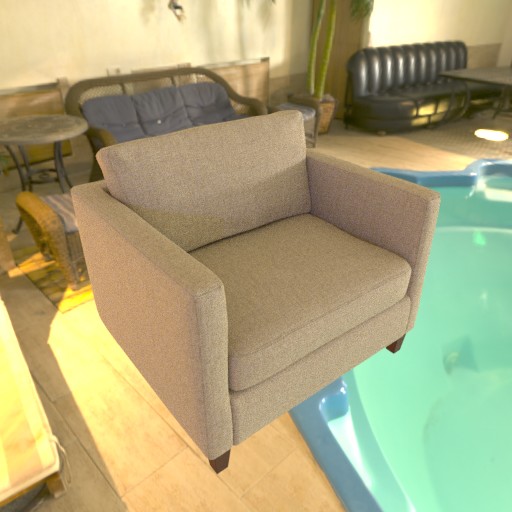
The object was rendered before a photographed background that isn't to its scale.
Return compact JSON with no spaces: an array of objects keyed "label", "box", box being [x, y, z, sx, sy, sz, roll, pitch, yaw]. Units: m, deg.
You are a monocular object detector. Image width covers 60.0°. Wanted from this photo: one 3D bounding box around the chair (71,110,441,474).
[{"label":"chair","box":[0.000,0.000,1.799,1.107,0.961,0.959,-21,36,-32]}]
